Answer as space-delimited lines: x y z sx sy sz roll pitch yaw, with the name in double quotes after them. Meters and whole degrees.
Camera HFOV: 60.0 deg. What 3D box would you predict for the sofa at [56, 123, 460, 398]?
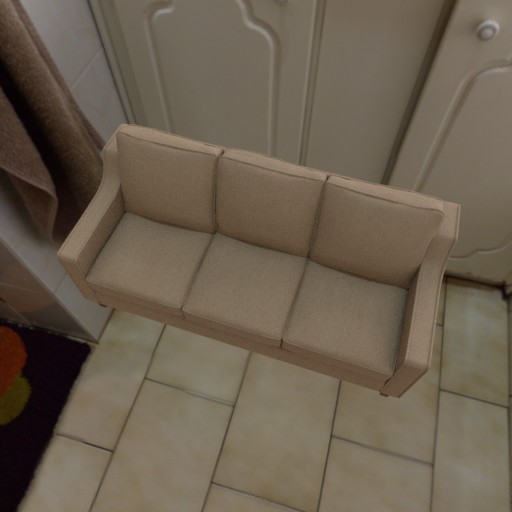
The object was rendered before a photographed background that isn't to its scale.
0.000 0.000 2.568 1.986 0.974 0.911 16 60 9 "sofa"
